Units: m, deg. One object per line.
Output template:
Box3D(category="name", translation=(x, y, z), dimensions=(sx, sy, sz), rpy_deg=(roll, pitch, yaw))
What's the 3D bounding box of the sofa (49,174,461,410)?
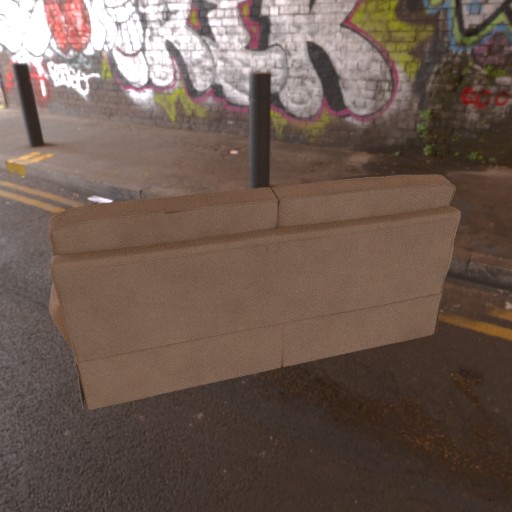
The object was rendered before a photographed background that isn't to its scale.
Box3D(category="sofa", translation=(0.000, 0.000, 2.662), dimensions=(2.246, 1.014, 0.900), rpy_deg=(-8, 27, -16))
